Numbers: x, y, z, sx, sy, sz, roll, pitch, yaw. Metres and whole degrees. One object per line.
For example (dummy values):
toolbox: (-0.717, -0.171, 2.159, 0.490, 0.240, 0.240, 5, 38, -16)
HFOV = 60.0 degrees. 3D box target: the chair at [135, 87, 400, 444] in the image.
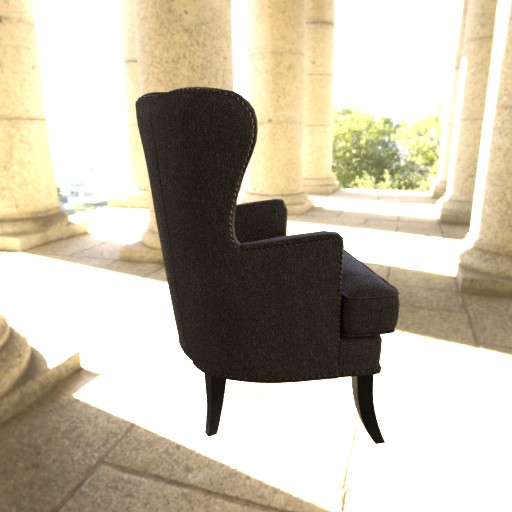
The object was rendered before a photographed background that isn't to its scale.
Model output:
chair: (0.000, 0.000, 1.568, 0.758, 1.060, 0.759, -3, 15, -10)
